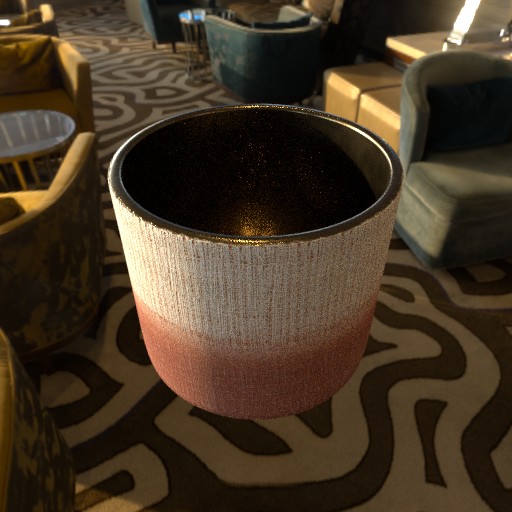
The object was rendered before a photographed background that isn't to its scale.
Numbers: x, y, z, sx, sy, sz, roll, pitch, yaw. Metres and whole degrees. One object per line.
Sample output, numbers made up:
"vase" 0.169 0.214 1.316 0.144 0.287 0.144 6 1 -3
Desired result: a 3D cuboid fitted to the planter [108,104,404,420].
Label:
"planter" 0.000 0.000 0.318 0.178 0.157 0.178 0 40 0
